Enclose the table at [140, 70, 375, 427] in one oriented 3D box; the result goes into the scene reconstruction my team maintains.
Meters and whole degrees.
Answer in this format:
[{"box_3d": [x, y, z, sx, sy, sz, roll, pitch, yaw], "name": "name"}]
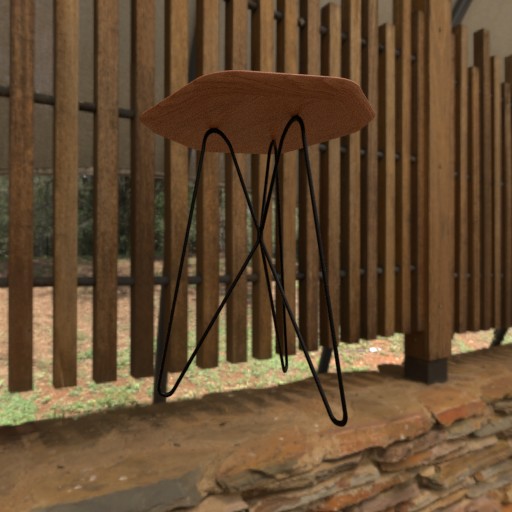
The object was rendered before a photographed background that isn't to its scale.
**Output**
[{"box_3d": [0.000, 0.000, 0.906, 0.400, 0.562, 0.500, 0, -1, -37], "name": "table"}]
